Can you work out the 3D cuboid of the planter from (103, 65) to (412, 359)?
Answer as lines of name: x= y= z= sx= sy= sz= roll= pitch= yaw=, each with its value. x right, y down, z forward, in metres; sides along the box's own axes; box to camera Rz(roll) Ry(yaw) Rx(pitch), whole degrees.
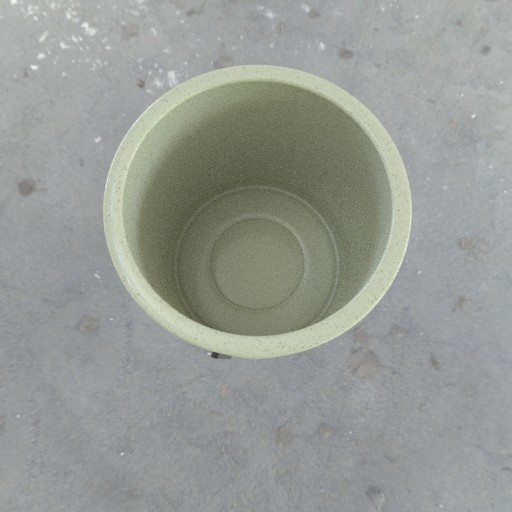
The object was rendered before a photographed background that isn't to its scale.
planter: x=0.000 y=0.000 z=0.678 sx=0.314 sy=0.475 sz=0.323 roll=19 pitch=78 yaw=4
